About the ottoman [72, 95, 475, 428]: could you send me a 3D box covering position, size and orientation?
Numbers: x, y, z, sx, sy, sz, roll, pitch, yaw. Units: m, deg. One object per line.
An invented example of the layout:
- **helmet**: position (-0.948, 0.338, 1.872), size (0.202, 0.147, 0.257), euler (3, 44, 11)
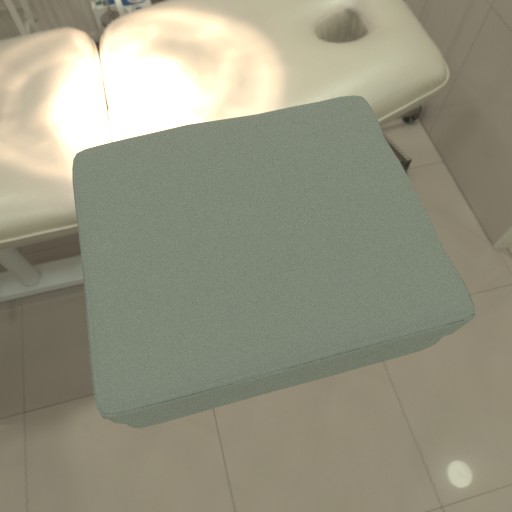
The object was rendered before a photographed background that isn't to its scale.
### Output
- **ottoman**: position (0.000, 0.000, 1.432), size (0.991, 0.494, 0.842), euler (-13, 63, -7)
